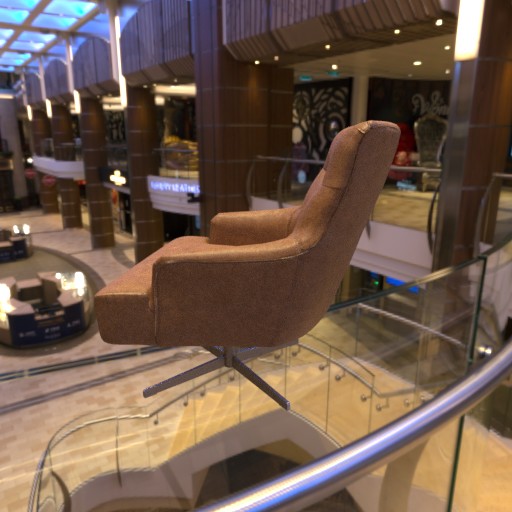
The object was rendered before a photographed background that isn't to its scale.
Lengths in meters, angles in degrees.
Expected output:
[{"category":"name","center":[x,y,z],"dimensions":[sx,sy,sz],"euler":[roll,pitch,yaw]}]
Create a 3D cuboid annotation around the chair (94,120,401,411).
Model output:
[{"category":"chair","center":[0.000,0.000,1.520],"dimensions":[0.874,0.869,0.729],"euler":[2,15,8]}]
